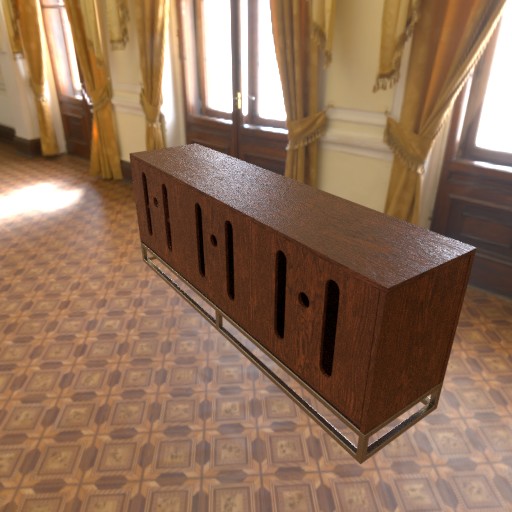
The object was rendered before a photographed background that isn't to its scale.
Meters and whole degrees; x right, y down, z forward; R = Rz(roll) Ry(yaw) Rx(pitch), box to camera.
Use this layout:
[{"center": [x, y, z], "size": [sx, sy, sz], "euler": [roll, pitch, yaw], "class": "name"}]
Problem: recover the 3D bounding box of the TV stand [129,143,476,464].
[{"center": [0.000, 0.000, 1.779], "size": [0.382, 0.578, 1.541], "euler": [-18, 32, -31], "class": "TV stand"}]
